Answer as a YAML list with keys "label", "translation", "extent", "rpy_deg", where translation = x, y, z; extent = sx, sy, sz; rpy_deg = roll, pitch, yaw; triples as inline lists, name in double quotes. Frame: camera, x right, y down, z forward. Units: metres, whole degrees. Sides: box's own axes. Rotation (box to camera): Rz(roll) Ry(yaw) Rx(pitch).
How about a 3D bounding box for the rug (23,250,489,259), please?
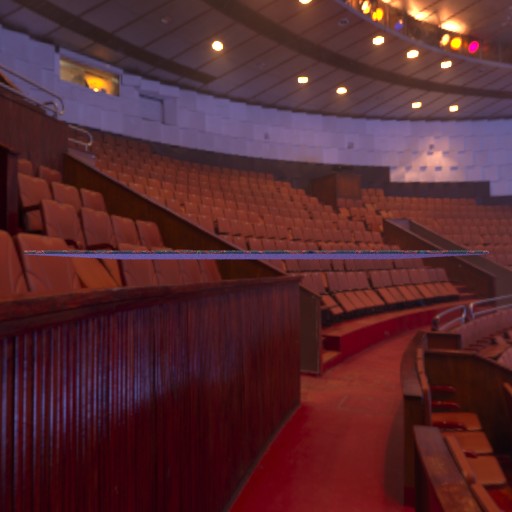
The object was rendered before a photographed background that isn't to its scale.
- label: "rug"
  translation: [0.000, 0.000, 2.346]
  extent: [1.836, 0.014, 1.216]
  rpy_deg: [0, -1, 1]
